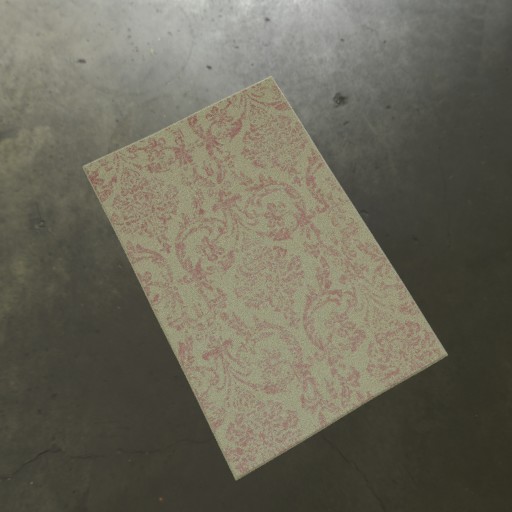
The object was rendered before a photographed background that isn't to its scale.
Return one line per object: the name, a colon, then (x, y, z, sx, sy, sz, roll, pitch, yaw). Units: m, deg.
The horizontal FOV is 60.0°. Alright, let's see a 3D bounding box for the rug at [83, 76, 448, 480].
rug: (0.000, 0.000, 2.366, 1.219, 0.012, 1.839, -28, 78, -7)
